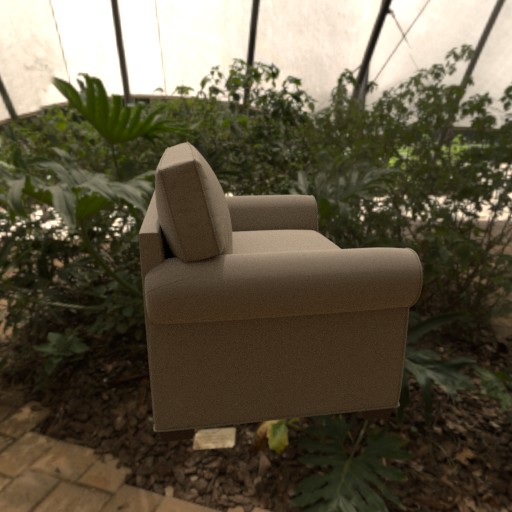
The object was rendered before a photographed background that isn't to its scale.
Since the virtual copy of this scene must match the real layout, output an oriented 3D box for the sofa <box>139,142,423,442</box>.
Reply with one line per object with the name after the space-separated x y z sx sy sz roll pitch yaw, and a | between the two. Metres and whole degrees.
0.000 0.000 2.089 0.937 1.006 1.405 -3 17 -9 | sofa
